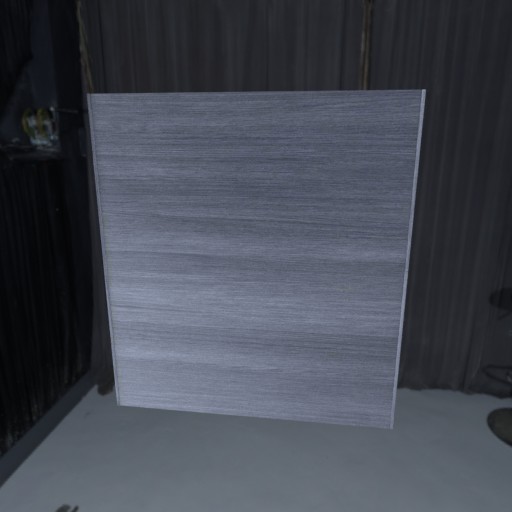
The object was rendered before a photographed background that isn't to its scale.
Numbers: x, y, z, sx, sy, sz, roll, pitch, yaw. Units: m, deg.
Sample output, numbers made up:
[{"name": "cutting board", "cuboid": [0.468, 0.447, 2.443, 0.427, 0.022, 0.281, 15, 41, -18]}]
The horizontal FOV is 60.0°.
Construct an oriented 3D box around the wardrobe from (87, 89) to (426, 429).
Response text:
[{"name": "wardrobe", "cuboid": [0.000, 0.000, 2.868, 1.780, 1.960, 0.629, 2, 16, 8]}]
